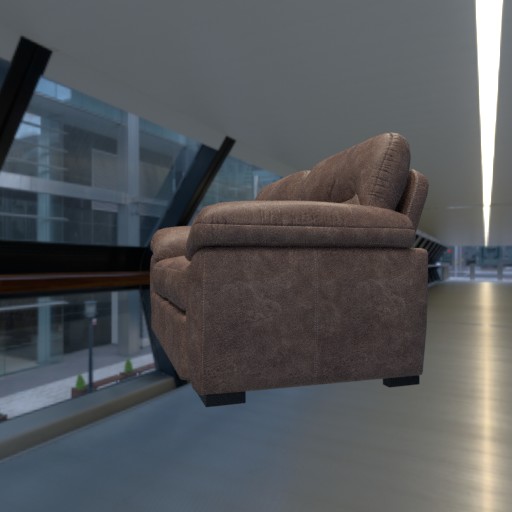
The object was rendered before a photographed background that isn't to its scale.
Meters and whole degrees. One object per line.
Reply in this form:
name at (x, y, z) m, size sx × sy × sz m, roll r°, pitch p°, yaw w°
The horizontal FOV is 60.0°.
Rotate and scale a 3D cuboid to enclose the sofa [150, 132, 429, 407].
sofa at (0.000, 0.000, 2.344) m, size 0.991 × 0.991 × 1.753 m, roll 0°, pitch 0°, yaw -18°
